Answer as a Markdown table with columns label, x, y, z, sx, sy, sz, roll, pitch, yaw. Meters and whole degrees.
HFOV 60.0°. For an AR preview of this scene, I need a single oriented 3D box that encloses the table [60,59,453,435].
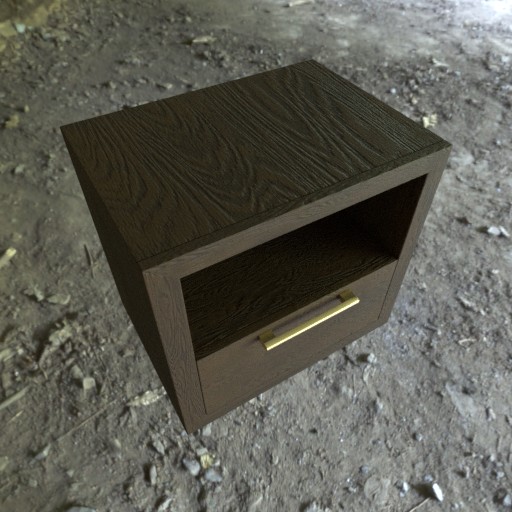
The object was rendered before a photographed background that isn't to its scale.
| label | x | y | z | sx | sy | sz | roll | pitch | yaw |
| --- | --- | --- | --- | --- | --- | --- | --- | --- | --- |
| table | 0.000 | 0.000 | 0.976 | 0.560 | 0.585 | 0.439 | -24 | 51 | -21 |
